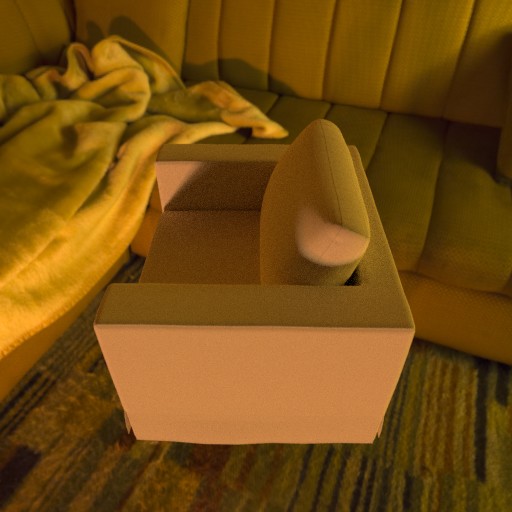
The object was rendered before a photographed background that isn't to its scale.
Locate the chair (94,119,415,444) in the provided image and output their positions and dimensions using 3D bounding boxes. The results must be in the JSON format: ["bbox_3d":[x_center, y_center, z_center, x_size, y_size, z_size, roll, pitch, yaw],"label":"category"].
[{"bbox_3d":[0.000,0.000,1.808,0.957,0.878,1.150,1,41,1],"label":"chair"}]
